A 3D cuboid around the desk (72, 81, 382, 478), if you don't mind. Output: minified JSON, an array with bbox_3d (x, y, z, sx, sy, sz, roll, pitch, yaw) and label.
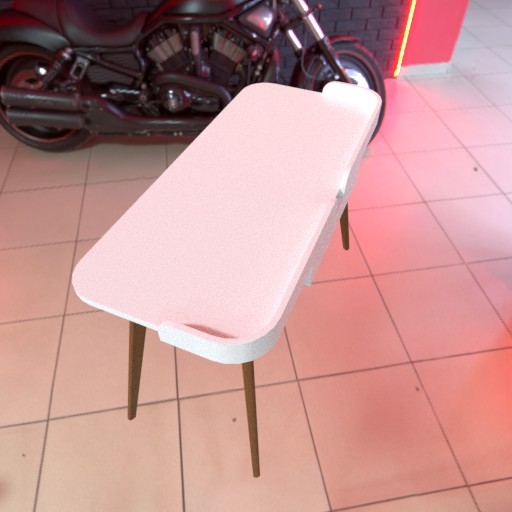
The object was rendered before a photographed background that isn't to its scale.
[{"bbox_3d":[0.000,0.000,1.604,0.534,0.807,1.206,17,49,16],"label":"desk"}]
